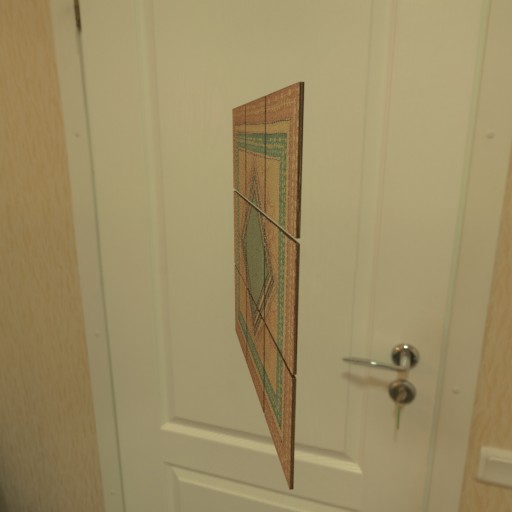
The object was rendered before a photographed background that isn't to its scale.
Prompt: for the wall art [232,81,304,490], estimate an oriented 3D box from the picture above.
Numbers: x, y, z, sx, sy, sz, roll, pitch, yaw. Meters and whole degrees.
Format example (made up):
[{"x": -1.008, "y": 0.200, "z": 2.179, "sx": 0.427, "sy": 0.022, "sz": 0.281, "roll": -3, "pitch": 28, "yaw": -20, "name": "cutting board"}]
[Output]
[{"x": 0.000, "y": 0.000, "z": 1.824, "sx": 0.013, "sy": 1.213, "sz": 1.215, "roll": -3, "pitch": 16, "yaw": -10, "name": "wall art"}]
